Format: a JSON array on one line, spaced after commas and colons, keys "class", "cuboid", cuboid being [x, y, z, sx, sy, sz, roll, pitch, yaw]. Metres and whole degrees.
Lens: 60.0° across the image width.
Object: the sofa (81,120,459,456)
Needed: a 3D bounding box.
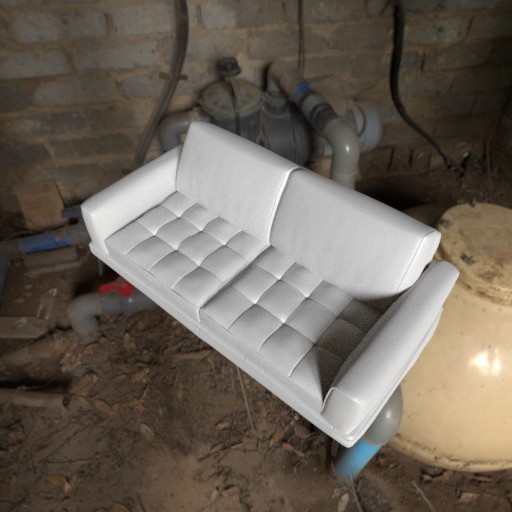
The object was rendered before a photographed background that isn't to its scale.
[{"class": "sofa", "cuboid": [0.000, 0.000, 2.770, 2.177, 0.930, 1.121, 32, 55, 26]}]
